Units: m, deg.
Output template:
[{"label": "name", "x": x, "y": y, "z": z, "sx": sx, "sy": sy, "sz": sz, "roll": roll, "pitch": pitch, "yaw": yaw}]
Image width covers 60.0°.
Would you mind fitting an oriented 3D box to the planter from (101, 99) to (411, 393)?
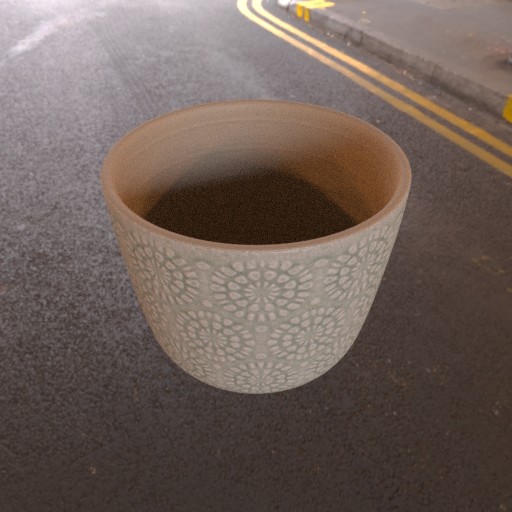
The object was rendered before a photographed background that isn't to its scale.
[{"label": "planter", "x": 0.000, "y": 0.000, "z": 0.217, "sx": 0.124, "sy": 0.109, "sz": 0.124, "roll": 0, "pitch": 40, "yaw": 0}]
